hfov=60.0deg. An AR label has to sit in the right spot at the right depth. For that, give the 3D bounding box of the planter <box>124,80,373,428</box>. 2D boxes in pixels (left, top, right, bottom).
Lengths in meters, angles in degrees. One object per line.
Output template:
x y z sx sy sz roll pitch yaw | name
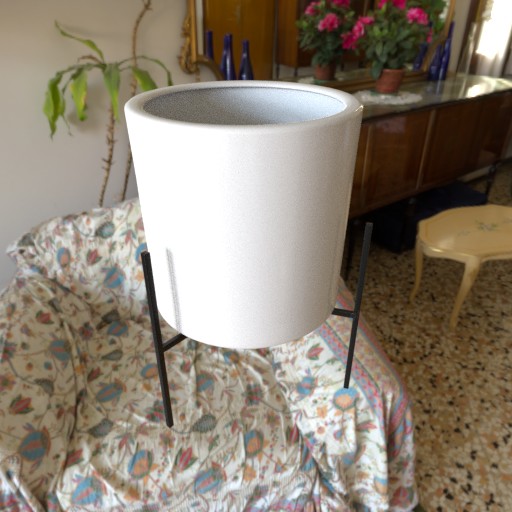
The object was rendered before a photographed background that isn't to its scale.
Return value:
0.000 0.000 0.634 0.308 0.431 0.307 9 31 15 | planter
